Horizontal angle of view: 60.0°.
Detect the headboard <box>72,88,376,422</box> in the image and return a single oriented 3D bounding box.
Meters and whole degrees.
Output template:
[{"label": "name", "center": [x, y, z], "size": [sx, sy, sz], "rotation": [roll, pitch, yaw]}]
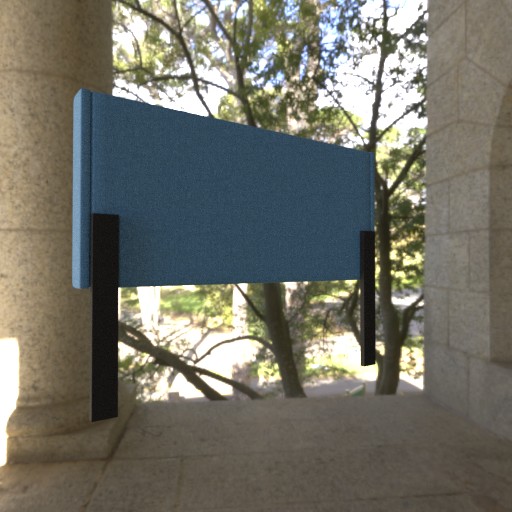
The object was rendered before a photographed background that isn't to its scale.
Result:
[{"label": "headboard", "center": [0.000, 0.000, 2.659], "size": [2.051, 1.524, 0.184], "rotation": [1, -1, -36]}]
